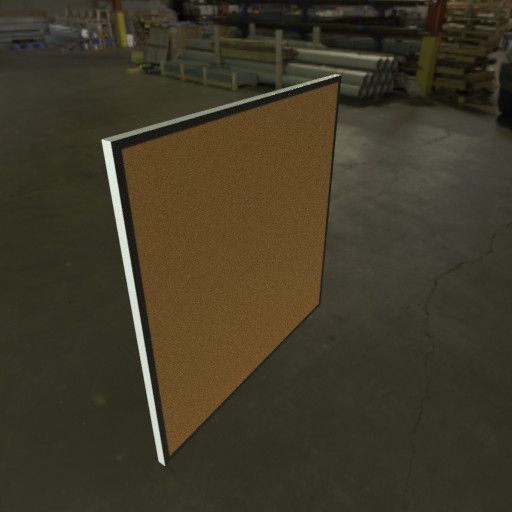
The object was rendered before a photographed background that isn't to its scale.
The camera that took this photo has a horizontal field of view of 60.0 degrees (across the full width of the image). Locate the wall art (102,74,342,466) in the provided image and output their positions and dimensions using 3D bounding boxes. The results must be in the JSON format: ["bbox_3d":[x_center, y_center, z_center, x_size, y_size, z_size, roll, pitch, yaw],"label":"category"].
[{"bbox_3d":[0.000,0.000,1.173,0.022,0.803,0.805,20,36,30],"label":"wall art"}]
